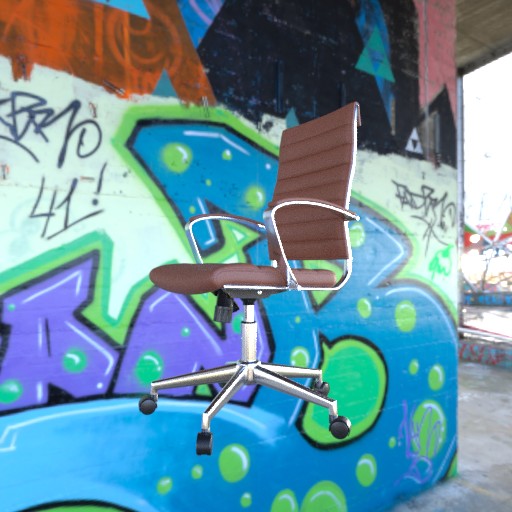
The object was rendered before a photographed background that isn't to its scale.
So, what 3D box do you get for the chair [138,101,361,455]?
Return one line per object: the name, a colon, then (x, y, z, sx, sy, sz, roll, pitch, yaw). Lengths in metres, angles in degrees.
chair: (0.000, 0.000, 1.642, 0.739, 1.149, 0.766, 1, -1, -35)
